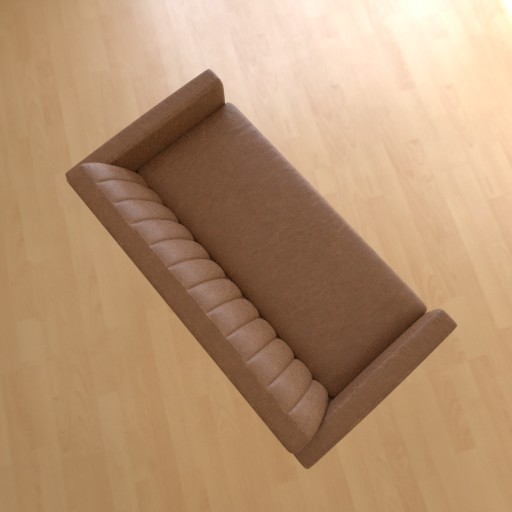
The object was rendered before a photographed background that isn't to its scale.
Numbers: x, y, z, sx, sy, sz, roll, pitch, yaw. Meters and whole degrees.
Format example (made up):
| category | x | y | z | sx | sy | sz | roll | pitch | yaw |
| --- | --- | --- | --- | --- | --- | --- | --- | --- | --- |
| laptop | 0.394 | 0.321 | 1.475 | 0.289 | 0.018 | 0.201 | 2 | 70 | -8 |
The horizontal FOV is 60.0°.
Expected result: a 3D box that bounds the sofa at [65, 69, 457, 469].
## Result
| category | x | y | z | sx | sy | sz | roll | pitch | yaw |
| --- | --- | --- | --- | --- | --- | --- | --- | --- | --- |
| sofa | 0.000 | 0.000 | 2.370 | 0.993 | 0.821 | 1.847 | -40 | 79 | -9 |
